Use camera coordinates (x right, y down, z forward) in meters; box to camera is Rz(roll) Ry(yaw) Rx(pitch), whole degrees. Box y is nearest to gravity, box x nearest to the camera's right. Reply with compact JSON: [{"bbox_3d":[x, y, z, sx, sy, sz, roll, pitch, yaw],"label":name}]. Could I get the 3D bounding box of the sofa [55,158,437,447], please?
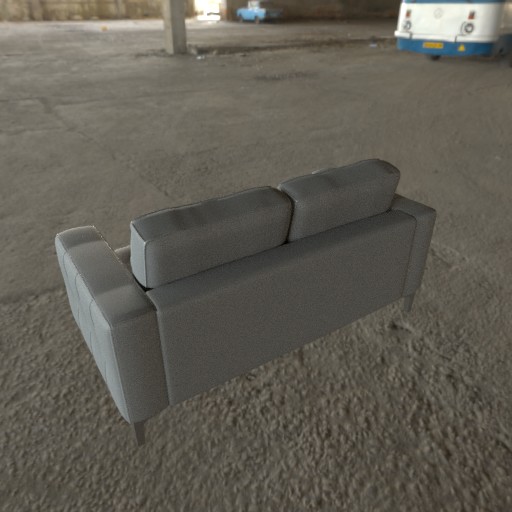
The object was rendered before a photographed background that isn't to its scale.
[{"bbox_3d":[0.000,0.000,2.236,1.726,0.893,0.833,-18,35,-28],"label":"sofa"}]
